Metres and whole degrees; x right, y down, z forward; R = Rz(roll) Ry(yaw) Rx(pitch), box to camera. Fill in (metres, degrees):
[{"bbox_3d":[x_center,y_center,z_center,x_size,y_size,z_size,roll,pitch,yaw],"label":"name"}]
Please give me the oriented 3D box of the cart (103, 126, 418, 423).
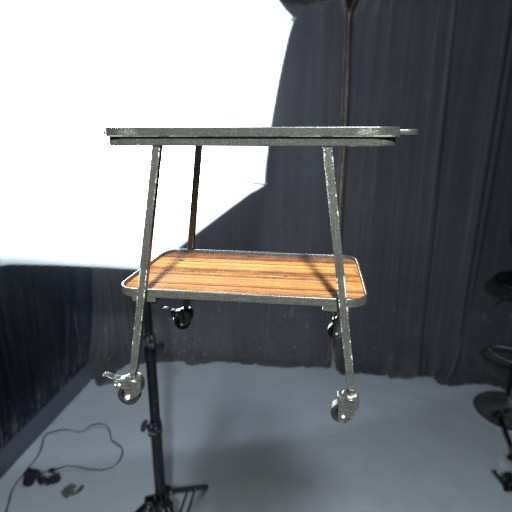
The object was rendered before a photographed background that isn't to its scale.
[{"bbox_3d":[0.000,0.000,1.265,0.806,0.700,0.515,2,15,8],"label":"cart"}]
